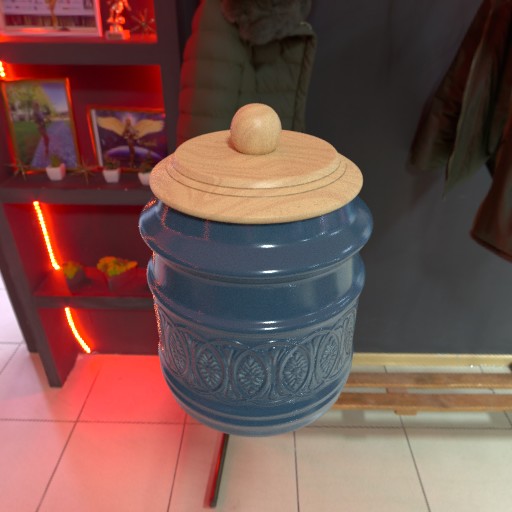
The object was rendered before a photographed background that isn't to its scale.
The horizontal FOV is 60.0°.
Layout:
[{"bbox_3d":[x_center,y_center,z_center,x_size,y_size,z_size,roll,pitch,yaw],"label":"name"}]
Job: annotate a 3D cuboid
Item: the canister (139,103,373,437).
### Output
[{"bbox_3d":[0.000,0.000,0.266,0.130,0.176,0.130,0,31,0],"label":"canister"}]
